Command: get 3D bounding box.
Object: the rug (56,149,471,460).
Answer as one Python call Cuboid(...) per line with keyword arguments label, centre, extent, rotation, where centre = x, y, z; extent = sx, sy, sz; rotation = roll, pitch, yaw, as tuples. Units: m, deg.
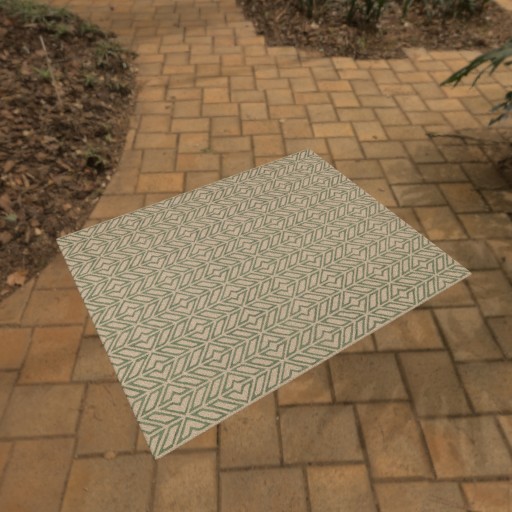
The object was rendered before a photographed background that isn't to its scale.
Cuboid(label="rug", centre=(0.000, 0.000, 4.132), extent=(3.050, 0.017, 2.441), rotation=(-24, 50, -22))
